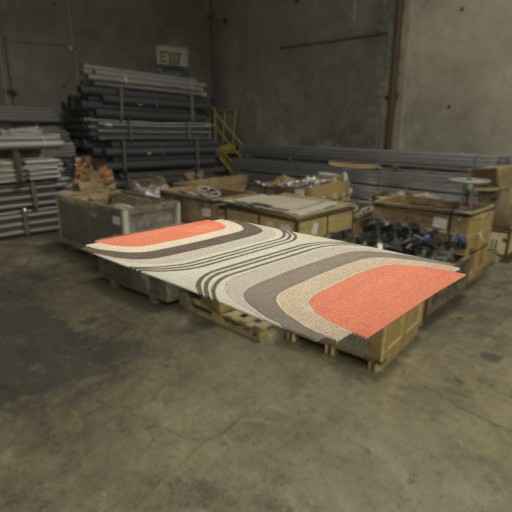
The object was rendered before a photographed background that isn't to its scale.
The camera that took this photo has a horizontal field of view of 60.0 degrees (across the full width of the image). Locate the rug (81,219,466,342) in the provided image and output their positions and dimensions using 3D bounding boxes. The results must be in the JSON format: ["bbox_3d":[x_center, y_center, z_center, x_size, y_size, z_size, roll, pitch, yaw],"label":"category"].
[{"bbox_3d":[0.000,0.000,3.121,2.446,0.017,1.530,15,22,42],"label":"rug"}]
